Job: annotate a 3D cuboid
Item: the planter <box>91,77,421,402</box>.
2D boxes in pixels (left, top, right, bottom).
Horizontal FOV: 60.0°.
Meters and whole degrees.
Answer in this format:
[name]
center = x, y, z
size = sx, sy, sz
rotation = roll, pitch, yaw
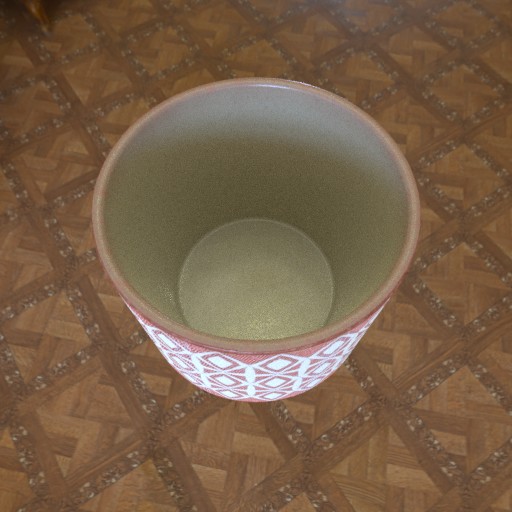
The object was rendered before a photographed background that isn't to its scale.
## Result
[planter]
center = 0.000, 0.000, 0.475
size = 0.273, 0.237, 0.273
rotation = 0, 63, 0
